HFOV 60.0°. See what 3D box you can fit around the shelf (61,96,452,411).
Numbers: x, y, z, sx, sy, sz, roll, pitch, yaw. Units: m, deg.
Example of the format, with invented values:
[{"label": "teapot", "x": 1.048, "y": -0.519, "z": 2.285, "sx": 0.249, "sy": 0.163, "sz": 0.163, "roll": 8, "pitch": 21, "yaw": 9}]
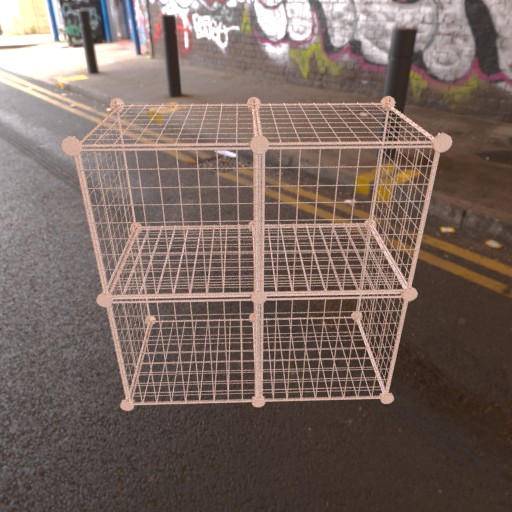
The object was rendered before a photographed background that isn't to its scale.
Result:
[{"label": "shelf", "x": 0.000, "y": 0.000, "z": 1.133, "sx": 0.711, "sy": 0.711, "sz": 0.356, "roll": -1, "pitch": 31, "yaw": -2}]
